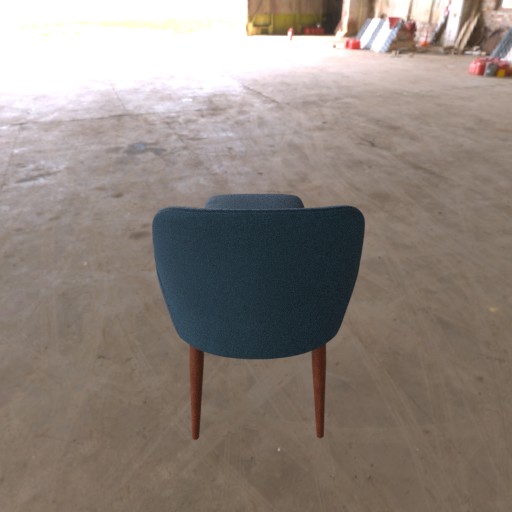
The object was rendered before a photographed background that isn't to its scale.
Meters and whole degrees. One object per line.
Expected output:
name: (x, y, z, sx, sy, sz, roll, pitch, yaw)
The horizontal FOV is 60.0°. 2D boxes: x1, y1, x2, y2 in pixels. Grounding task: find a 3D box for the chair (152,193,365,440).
chair: (0.000, 0.000, 1.602, 0.584, 0.866, 1.114, 0, 31, -1)
